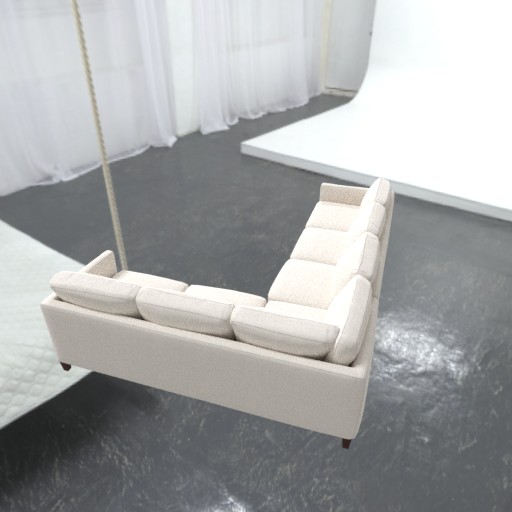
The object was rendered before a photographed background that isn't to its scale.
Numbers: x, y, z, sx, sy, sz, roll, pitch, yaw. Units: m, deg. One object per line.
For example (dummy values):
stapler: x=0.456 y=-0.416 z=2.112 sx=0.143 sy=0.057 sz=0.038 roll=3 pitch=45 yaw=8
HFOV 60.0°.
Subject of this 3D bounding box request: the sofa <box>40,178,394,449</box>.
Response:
sofa: x=0.000 y=0.000 z=4.608 sx=2.593 sy=0.947 sz=3.302 roll=10 pitch=32 yaw=16
